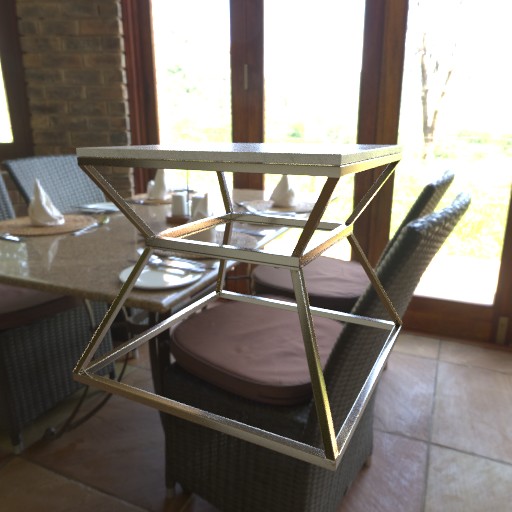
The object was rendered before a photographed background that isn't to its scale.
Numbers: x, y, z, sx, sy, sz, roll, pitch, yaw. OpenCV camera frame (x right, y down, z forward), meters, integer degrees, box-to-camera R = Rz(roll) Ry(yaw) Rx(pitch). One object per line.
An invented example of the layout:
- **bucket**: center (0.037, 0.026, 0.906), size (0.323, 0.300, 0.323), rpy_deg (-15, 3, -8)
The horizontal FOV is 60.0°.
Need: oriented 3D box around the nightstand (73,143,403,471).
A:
- **nightstand**: center (0.000, 0.000, 0.888), size (0.513, 0.426, 0.514), rpy_deg (8, 17, 26)
